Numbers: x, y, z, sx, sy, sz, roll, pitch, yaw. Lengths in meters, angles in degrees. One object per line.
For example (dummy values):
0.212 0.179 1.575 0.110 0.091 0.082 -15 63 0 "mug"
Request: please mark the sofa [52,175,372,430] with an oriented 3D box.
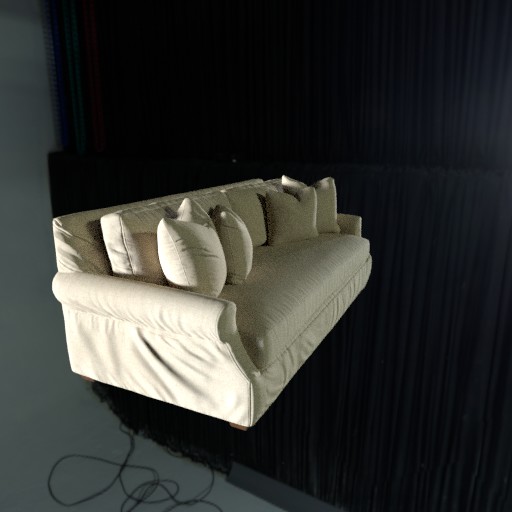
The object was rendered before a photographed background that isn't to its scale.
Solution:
0.000 0.000 2.833 1.067 0.904 2.285 7 17 25 "sofa"
